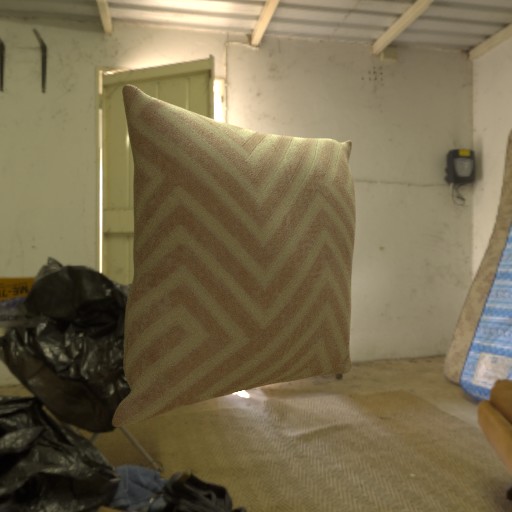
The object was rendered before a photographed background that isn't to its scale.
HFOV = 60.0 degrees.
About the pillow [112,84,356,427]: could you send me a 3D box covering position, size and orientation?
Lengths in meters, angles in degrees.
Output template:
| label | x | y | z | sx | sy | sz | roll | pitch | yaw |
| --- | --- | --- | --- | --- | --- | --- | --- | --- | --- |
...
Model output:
| label | x | y | z | sx | sy | sz | roll | pitch | yaw |
| --- | --- | --- | --- | --- | --- | --- | --- | --- | --- |
| pillow | 0.000 | 0.000 | 0.688 | 0.440 | 0.441 | 0.182 | 0 | -1 | -36 |
